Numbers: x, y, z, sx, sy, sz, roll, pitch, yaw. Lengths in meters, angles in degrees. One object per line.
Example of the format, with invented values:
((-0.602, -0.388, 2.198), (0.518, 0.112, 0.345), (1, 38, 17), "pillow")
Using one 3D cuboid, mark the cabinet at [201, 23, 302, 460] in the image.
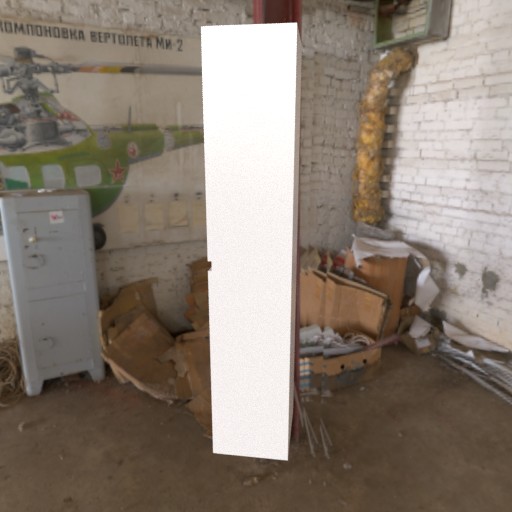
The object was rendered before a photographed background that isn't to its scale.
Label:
((0.000, 0.000, 1.546), (0.269, 1.400, 0.300), (2, 15, 8), "cabinet")
